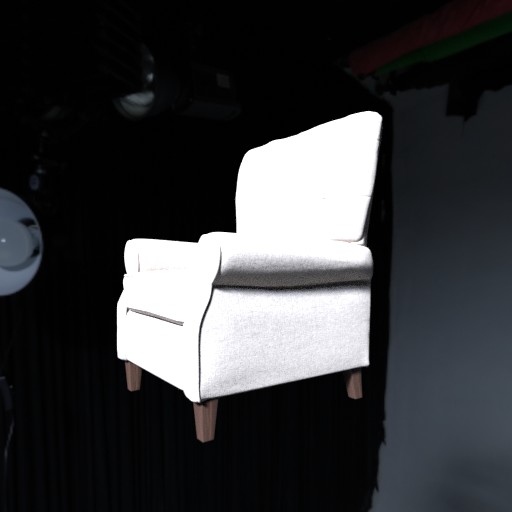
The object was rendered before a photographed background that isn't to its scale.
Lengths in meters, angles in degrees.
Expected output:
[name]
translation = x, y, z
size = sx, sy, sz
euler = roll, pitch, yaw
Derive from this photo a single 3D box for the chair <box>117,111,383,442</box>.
[chair]
translation = 0.000, 0.000, 1.982
size = 1.025, 1.209, 0.942
euler = 0, 0, -35
